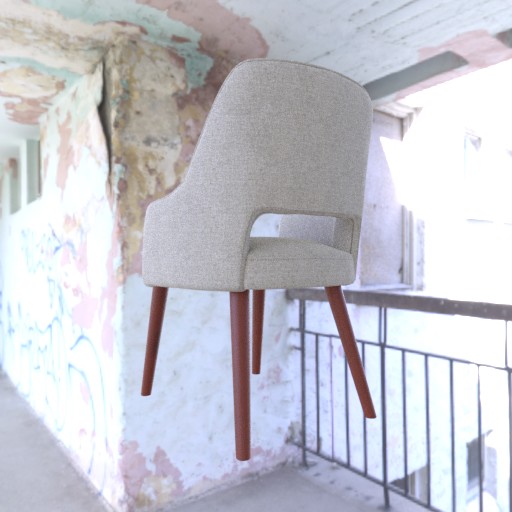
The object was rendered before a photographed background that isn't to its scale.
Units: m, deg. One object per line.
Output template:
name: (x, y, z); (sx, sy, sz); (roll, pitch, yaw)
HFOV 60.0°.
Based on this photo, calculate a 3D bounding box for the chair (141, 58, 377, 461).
chair: (0.000, 0.000, 1.243); (0.548, 0.849, 0.605); (0, 0, -36)
